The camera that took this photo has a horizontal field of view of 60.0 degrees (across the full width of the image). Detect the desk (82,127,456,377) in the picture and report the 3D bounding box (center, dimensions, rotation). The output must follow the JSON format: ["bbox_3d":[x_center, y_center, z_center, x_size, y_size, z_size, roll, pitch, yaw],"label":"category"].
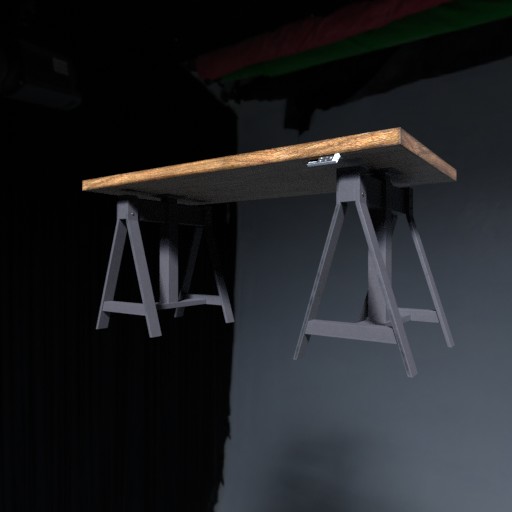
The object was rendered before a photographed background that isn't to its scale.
[{"bbox_3d":[0.000,0.000,1.995,1.543,0.725,0.784,0,0,35],"label":"desk"}]
